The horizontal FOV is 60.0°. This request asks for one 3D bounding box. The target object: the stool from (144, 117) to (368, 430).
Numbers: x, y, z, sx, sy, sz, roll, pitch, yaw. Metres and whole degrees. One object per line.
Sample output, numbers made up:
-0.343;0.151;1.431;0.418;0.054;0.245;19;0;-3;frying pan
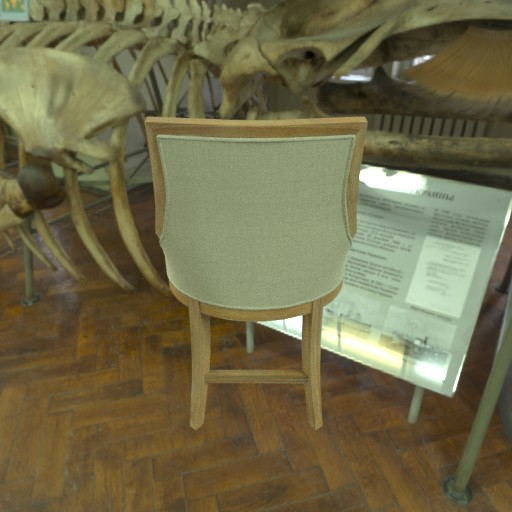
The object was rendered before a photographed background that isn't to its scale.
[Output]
0.000;0.000;1.338;0.524;0.938;0.626;0;30;0;stool
